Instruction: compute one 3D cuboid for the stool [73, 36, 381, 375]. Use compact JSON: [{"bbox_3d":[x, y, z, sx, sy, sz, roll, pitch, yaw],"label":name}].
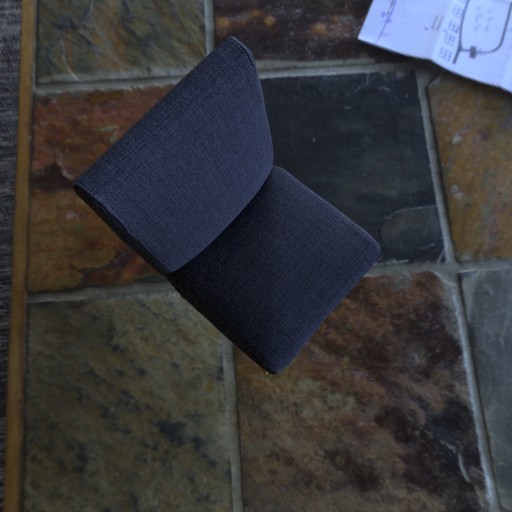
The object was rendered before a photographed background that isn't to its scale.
[{"bbox_3d":[0.000,0.000,1.268,0.526,1.010,0.459,41,80,9],"label":"stool"}]
